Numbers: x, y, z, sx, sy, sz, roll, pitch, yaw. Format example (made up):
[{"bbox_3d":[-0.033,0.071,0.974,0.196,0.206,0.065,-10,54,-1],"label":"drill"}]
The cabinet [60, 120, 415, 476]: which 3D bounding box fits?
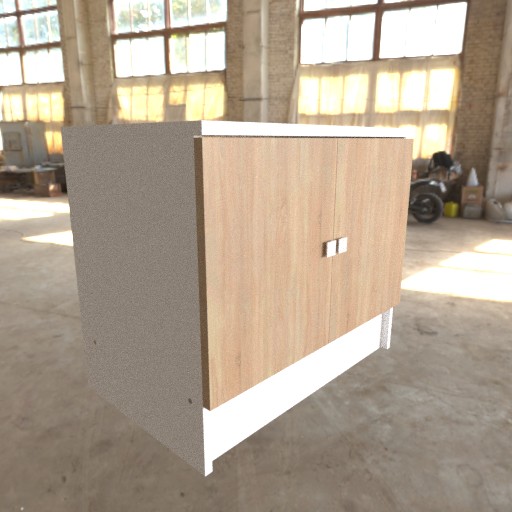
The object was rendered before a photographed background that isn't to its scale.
[{"bbox_3d":[0.000,0.000,0.939,0.400,0.522,0.600,13,20,41],"label":"cabinet"}]
